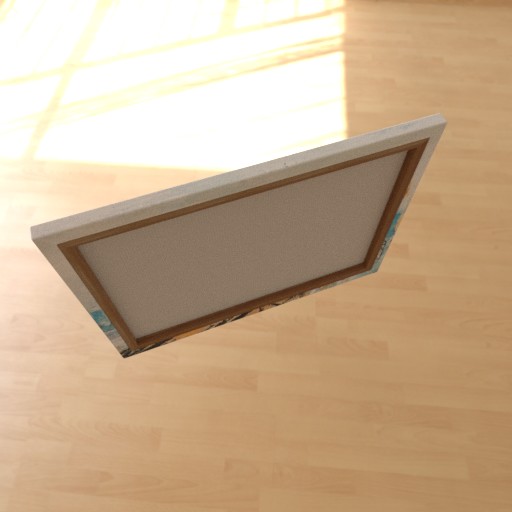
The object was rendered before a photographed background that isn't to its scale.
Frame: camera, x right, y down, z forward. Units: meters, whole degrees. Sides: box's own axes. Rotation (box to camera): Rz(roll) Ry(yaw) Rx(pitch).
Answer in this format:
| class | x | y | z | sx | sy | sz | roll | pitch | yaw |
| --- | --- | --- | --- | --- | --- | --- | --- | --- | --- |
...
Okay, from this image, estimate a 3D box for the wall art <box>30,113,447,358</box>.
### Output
| class | x | y | z | sx | sy | sz | roll | pitch | yaw |
| --- | --- | --- | --- | --- | --- | --- | --- | --- | --- |
| wall art | 0.000 | 0.000 | 1.350 | 1.016 | 0.762 | 0.038 | -18 | 60 | -11 |
